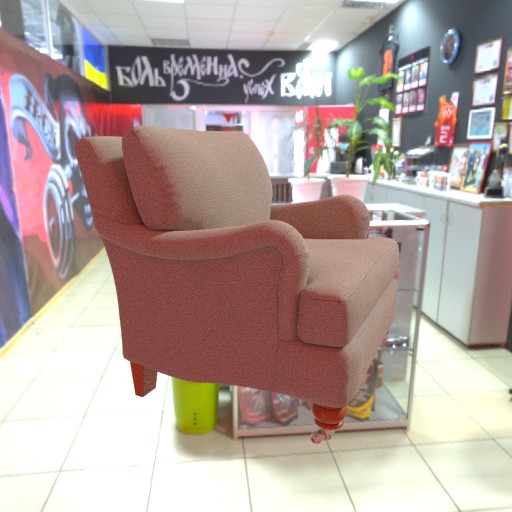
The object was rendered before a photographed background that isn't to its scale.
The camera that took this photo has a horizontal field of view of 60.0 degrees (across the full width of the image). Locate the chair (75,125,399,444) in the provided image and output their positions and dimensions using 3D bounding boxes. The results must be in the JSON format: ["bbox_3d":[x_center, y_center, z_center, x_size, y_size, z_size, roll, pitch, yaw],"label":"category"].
[{"bbox_3d":[0.000,0.000,1.865,1.070,1.038,0.955,7,16,26],"label":"chair"}]
